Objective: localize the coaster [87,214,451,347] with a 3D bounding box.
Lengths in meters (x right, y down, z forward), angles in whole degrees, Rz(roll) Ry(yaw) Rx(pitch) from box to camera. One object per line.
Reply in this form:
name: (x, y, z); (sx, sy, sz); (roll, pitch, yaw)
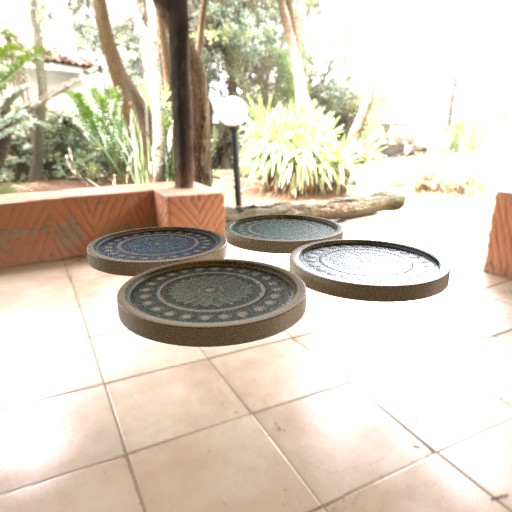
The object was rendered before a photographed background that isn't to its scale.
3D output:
coaster: (0.000, 0.000, 0.332); (0.224, 0.010, 0.220); (-9, 19, -27)
